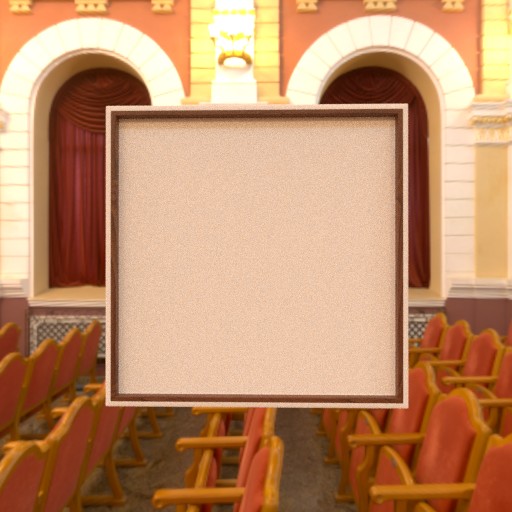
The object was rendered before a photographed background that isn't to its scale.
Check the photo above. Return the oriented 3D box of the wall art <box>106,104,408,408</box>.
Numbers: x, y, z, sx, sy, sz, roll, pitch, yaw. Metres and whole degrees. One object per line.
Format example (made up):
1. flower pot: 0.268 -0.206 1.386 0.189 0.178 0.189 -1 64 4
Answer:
1. wall art: 0.000 0.000 1.125 0.757 0.757 0.037 0 0 1
